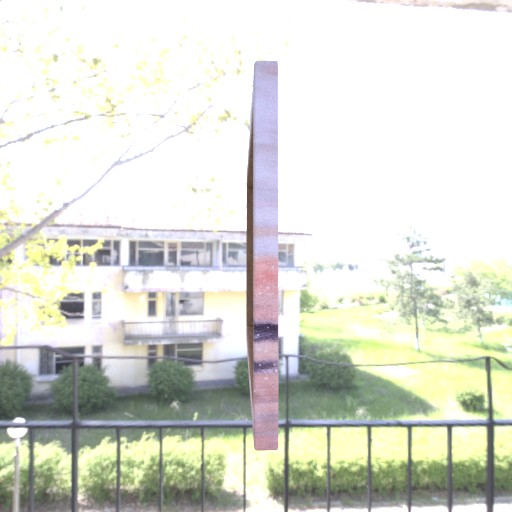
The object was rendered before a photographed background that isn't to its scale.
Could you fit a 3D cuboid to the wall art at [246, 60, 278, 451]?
[{"bbox_3d":[0.000,0.000,1.145,0.038,0.609,0.913,0,0,-2],"label":"wall art"}]
